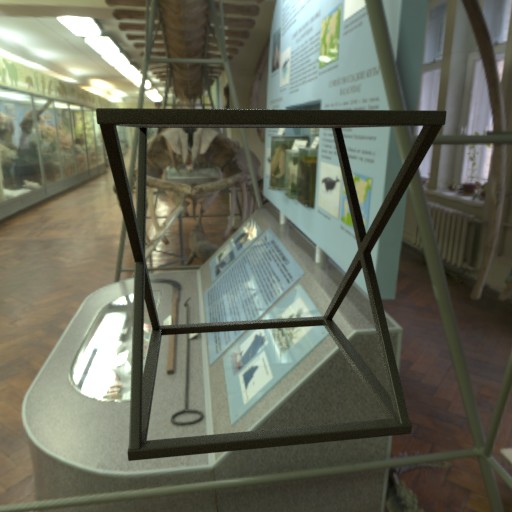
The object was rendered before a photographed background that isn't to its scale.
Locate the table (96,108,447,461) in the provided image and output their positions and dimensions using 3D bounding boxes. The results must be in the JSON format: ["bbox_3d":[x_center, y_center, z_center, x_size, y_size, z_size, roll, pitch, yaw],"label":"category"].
[{"bbox_3d":[0.000,0.000,0.935,0.500,0.565,0.500,-2,16,-8],"label":"table"}]
